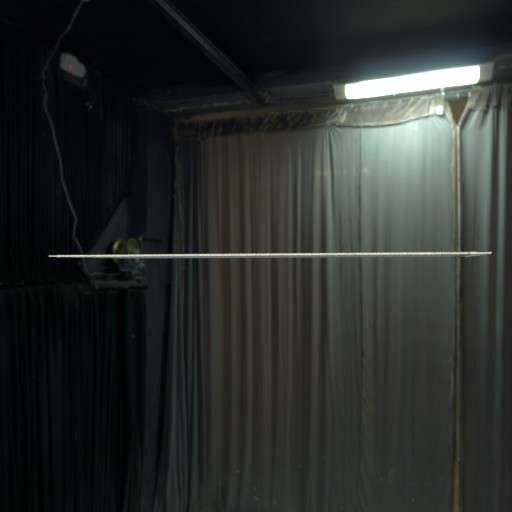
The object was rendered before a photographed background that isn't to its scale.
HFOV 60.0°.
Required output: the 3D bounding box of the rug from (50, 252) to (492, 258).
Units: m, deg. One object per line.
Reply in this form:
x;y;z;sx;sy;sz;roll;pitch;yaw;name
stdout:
0.000;0.000;2.684;2.440;0.013;0.769;0;-1;19;rug
